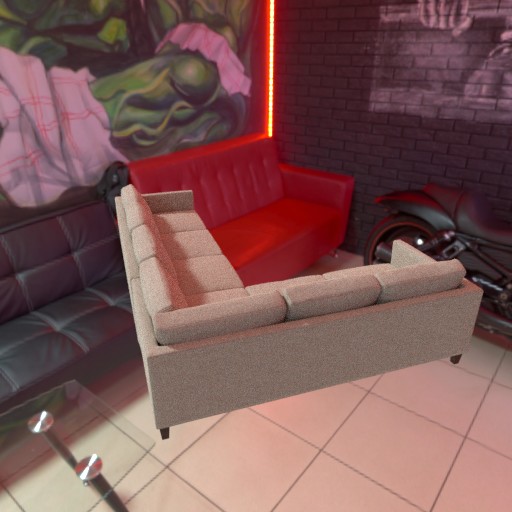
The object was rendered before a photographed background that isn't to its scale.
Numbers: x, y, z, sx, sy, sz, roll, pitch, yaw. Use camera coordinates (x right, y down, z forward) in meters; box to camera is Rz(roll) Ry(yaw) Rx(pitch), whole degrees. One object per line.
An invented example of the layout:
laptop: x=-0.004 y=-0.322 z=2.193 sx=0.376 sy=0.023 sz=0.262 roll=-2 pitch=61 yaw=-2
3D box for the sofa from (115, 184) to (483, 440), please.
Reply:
sofa: x=0.000 y=0.000 z=4.318 sx=2.432 sy=0.863 sz=3.182 roll=-8 pitch=26 yaw=-17
